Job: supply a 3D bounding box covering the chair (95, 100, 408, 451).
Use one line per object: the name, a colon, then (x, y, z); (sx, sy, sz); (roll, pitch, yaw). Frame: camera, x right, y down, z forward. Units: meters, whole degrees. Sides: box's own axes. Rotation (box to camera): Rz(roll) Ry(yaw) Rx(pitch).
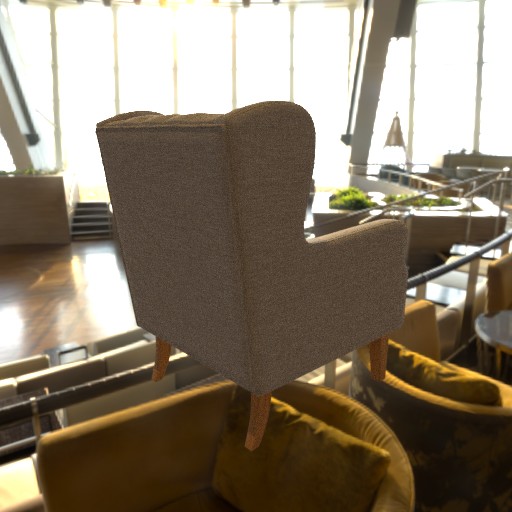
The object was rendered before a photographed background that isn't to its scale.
chair: (0.000, 0.000, 1.475); (0.760, 0.930, 0.710); (-14, 21, -42)
